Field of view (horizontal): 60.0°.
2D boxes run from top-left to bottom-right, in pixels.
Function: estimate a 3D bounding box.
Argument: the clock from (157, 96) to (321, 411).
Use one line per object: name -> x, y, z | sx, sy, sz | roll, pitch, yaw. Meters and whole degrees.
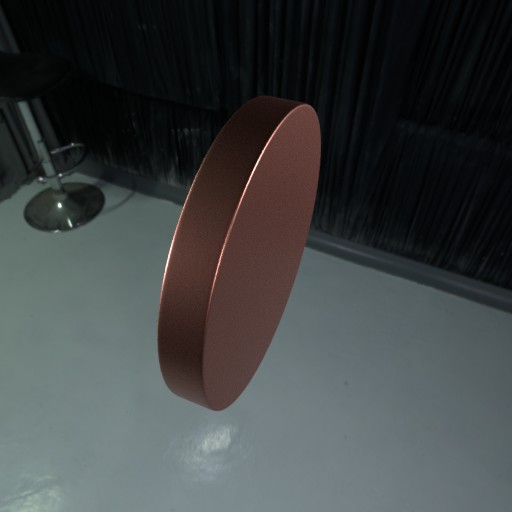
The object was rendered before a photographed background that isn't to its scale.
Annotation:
clock -> 0.000, 0.000, 0.463 | 0.040, 0.313, 0.313 | 17, 49, 15
